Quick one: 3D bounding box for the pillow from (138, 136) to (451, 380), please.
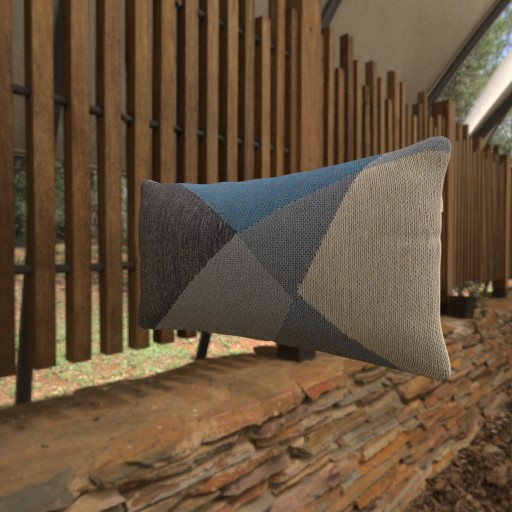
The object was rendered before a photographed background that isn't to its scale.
[{"bbox_3d":[0.000,0.000,0.730,0.604,0.307,0.148,1,2,37],"label":"pillow"}]
